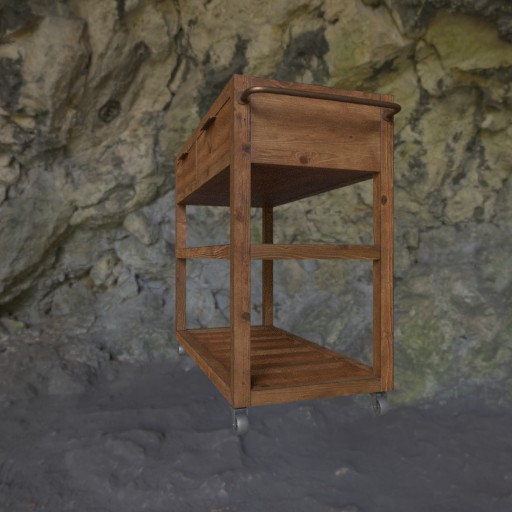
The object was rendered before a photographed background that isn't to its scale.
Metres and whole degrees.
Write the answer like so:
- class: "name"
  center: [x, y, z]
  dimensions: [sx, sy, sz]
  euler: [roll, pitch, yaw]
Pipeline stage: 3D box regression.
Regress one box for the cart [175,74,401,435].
- class: "cart"
  center: [0.000, 0.000, 1.507]
  dimensions: [0.445, 0.830, 1.065]
  euler: [0, 0, -19]
